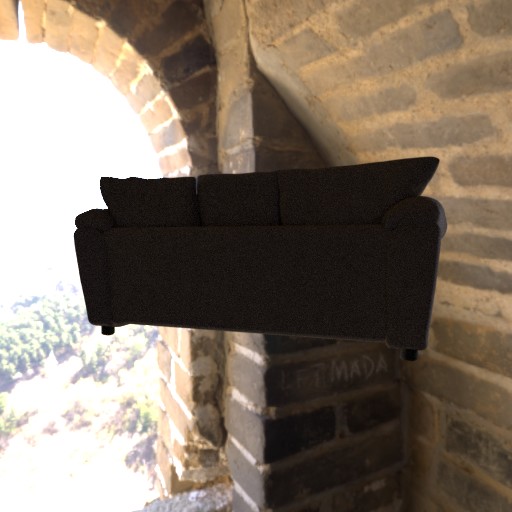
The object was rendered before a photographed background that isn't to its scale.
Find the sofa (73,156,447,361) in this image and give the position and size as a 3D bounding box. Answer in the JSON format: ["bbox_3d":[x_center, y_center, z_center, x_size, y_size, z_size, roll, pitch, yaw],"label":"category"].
[{"bbox_3d":[0.000,0.000,2.928,2.336,1.073,0.878,1,2,20],"label":"sofa"}]
